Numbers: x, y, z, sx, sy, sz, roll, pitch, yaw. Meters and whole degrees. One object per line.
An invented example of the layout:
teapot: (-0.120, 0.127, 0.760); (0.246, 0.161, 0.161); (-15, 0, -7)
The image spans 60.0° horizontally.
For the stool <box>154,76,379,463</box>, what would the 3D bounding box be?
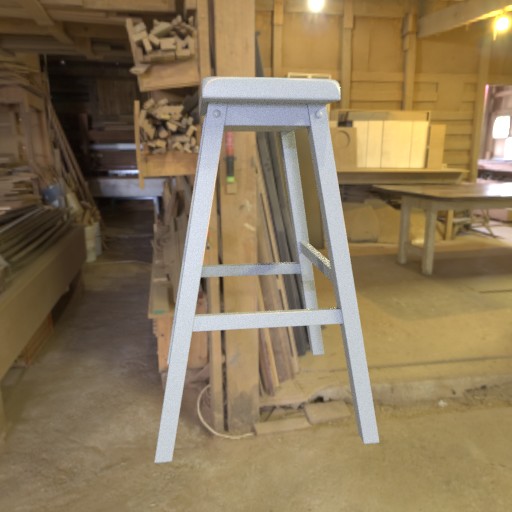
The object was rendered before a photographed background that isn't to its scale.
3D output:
stool: (0.000, 0.000, 1.058); (0.476, 0.737, 0.457); (-2, 14, -7)
